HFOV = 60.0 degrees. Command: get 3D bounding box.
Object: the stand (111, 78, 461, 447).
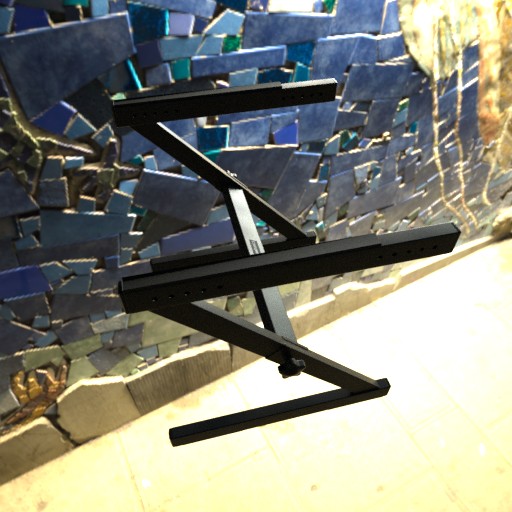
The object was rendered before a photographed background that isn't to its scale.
[{"bbox_3d":[0.000,0.000,1.146,0.586,0.617,0.700,-10,47,-10],"label":"stand"}]
